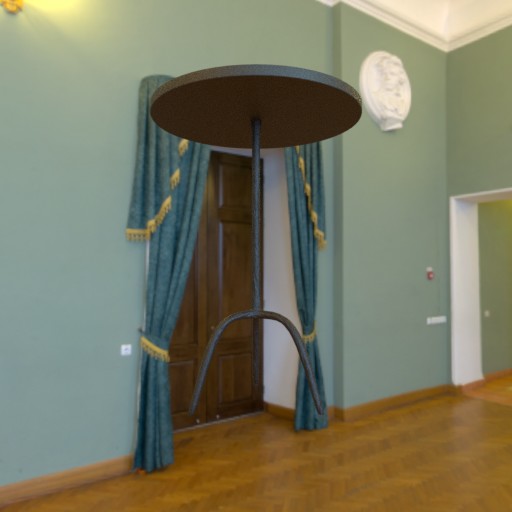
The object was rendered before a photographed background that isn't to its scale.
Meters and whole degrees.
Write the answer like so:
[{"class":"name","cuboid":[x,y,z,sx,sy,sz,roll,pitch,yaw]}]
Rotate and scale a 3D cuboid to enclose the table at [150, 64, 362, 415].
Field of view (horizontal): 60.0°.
[{"class":"table","cuboid":[0.000,0.000,1.066,0.502,0.700,0.502,1,-2,-36]}]
